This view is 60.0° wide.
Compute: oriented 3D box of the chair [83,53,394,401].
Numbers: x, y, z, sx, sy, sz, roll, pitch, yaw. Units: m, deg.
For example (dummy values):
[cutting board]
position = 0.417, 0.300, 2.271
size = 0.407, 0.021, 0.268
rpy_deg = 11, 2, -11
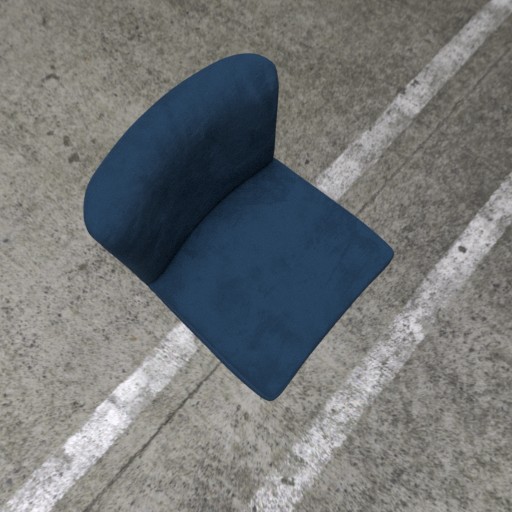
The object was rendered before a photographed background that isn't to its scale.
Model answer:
[chair]
position = 0.000, 0.000, 1.182
size = 0.560, 0.824, 0.530
rpy_deg = 40, 78, 11
